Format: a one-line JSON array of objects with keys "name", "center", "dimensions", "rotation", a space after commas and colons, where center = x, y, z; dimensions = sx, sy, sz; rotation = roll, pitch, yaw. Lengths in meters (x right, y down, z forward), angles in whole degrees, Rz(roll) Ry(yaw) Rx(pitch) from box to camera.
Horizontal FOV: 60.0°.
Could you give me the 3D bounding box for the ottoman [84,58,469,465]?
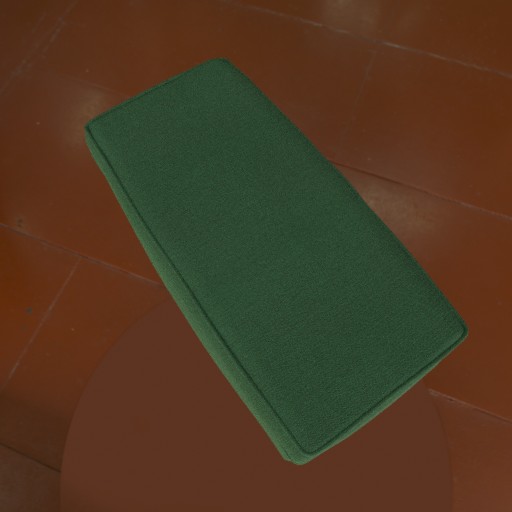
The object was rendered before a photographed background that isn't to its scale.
[{"name": "ottoman", "center": [0.000, 0.000, 1.193], "dimensions": [0.483, 0.471, 0.957], "rotation": [-32, 70, -13]}]
